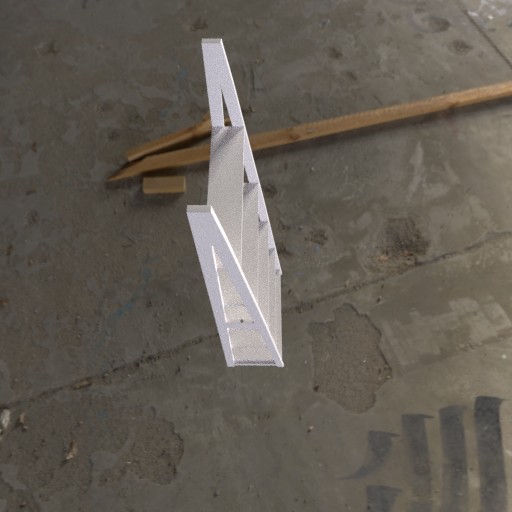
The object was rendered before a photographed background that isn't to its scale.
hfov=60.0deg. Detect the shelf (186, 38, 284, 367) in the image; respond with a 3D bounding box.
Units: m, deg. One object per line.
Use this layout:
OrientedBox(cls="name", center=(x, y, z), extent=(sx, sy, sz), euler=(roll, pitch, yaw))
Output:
OrientedBox(cls="shelf", center=(0.000, 0.000, 2.036), extent=(0.341, 1.779, 0.636), euler=(0, 64, 0))
